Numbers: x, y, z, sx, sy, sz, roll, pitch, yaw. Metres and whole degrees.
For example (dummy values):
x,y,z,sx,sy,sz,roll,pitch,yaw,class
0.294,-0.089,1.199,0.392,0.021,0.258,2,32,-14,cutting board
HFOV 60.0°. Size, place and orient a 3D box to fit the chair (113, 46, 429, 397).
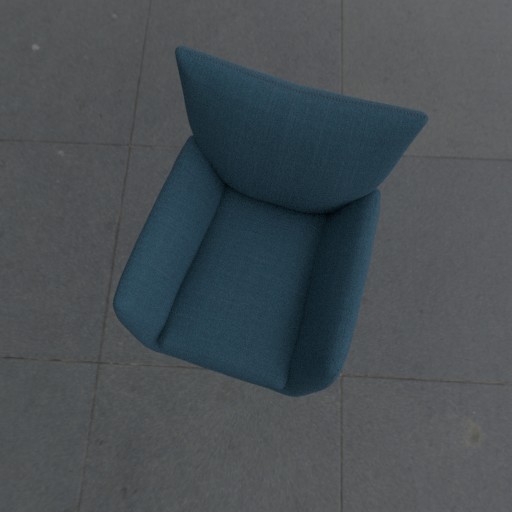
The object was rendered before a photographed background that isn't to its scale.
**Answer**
x,y,z,sx,sy,sz,roll,pitch,yaw,class
0.000,0.000,1.435,0.678,0.859,0.769,17,75,5,chair
